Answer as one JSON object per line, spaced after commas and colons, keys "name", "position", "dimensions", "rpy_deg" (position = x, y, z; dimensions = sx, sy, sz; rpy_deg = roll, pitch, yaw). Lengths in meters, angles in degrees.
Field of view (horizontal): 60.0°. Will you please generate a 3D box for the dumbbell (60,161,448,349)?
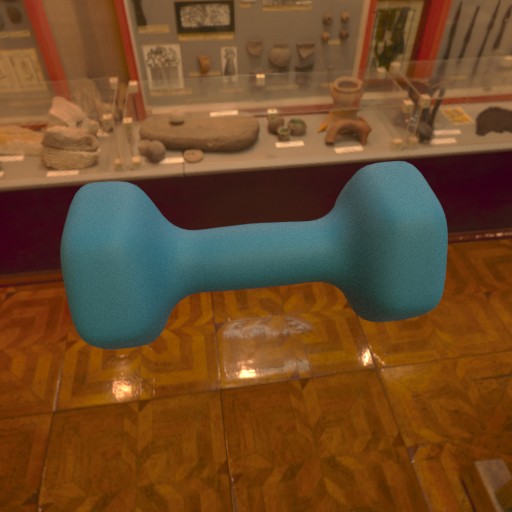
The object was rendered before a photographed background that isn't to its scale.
{"name": "dumbbell", "position": [0.000, 0.000, 0.192], "dimensions": [0.152, 0.066, 0.074], "rpy_deg": [-4, 46, -4]}
